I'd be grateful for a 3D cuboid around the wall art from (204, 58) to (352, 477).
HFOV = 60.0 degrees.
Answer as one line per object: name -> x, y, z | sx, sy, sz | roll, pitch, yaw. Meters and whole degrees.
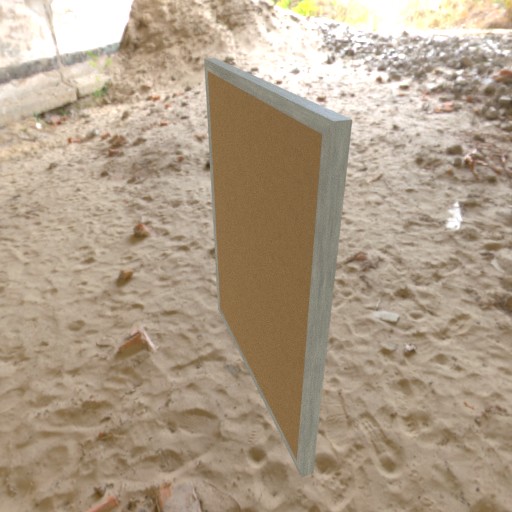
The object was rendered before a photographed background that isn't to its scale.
wall art -> 0.000, 0.000, 0.777 | 0.022, 0.582, 0.479 | -11, 33, -18
